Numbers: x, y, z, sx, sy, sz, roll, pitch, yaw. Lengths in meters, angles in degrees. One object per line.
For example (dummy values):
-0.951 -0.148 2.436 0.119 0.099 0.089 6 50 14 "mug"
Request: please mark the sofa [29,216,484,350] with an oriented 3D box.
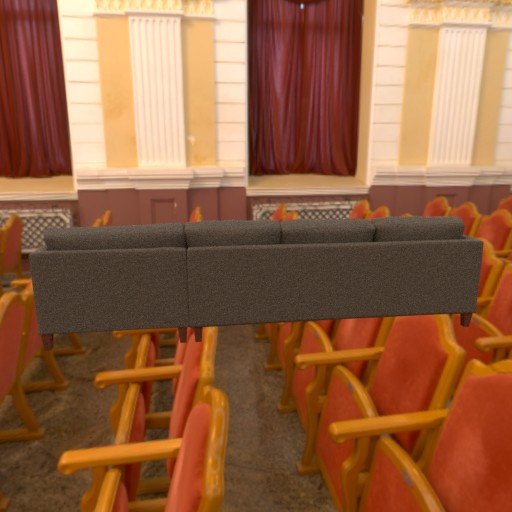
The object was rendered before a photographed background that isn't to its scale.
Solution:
0.000 0.000 3.880 3.186 0.846 1.625 -2 14 -7 "sofa"
